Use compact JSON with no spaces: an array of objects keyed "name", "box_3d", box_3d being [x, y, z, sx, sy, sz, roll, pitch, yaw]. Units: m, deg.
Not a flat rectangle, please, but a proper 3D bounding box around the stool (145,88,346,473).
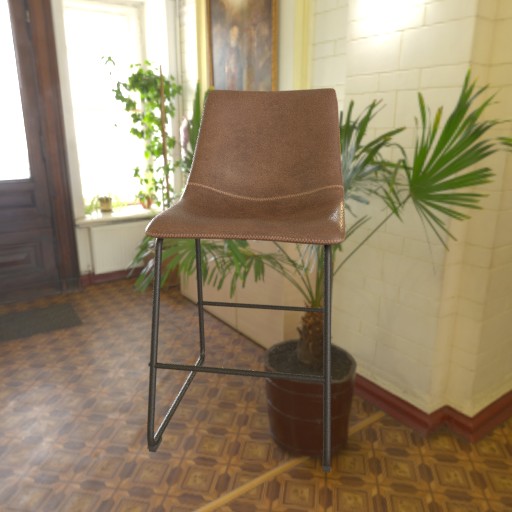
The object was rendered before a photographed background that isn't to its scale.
[{"name":"stool","box_3d":[0.000,0.000,1.199,0.460,0.890,0.550,3,16,9]}]
